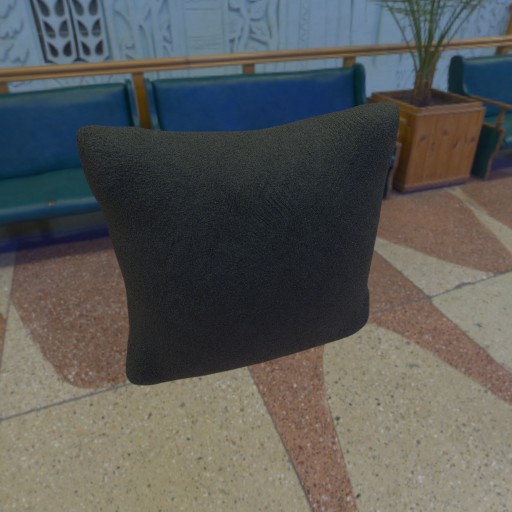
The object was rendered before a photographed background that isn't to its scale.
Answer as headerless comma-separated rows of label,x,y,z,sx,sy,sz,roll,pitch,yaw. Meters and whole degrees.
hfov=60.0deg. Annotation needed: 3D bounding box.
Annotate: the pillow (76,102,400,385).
pillow,0.000,0.000,0.812,0.533,0.523,0.210,-11,35,-16
